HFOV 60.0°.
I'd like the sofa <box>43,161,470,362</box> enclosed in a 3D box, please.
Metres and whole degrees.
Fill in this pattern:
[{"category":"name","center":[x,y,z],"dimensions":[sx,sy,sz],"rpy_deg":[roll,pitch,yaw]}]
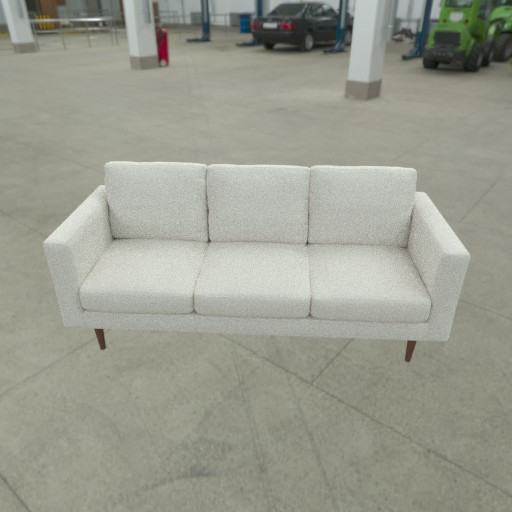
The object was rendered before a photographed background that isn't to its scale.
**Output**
[{"category":"sofa","center":[0.000,0.000,2.512],"dimensions":[2.029,0.912,0.802],"rpy_deg":[2,30,3]}]
